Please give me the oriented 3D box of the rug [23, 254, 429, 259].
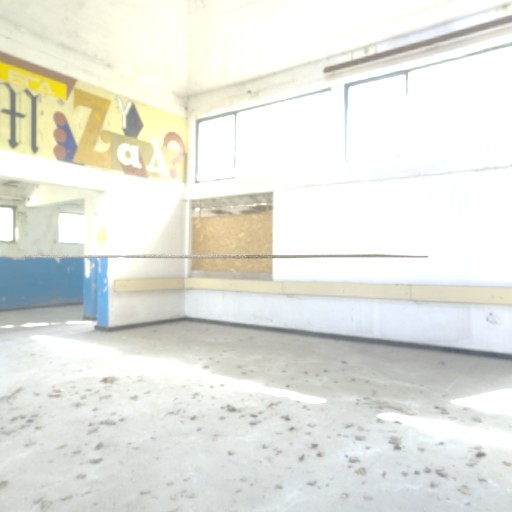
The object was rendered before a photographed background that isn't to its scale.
[{"bbox_3d":[0.000,0.000,2.941,1.596,0.030,2.283,0,0,37],"label":"rug"}]
